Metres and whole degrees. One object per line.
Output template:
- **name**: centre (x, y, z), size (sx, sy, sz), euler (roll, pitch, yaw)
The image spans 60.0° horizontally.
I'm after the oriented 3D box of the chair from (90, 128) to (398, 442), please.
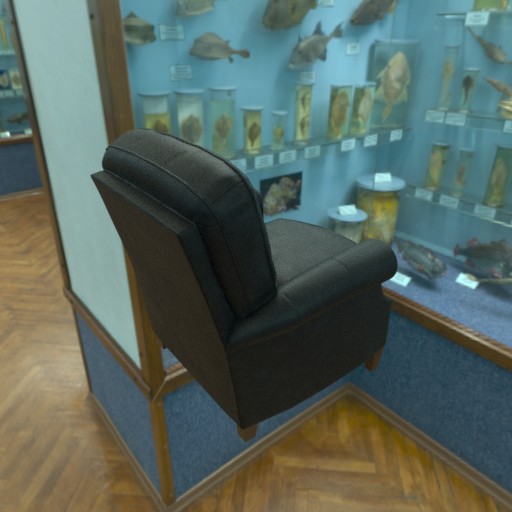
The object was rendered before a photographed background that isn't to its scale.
- **chair**: centre (0.000, 0.000, 1.758), size (0.986, 1.018, 0.936), euler (-18, 32, -32)
